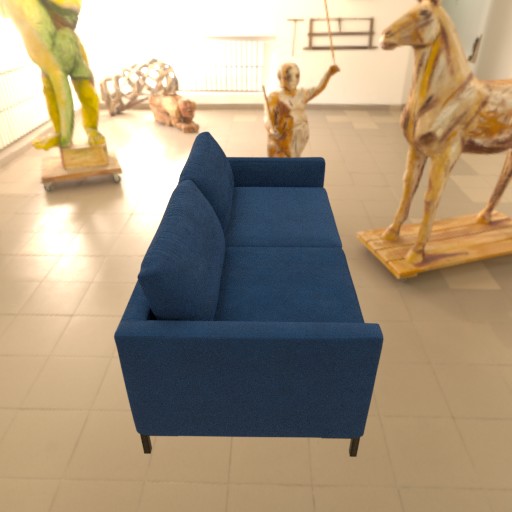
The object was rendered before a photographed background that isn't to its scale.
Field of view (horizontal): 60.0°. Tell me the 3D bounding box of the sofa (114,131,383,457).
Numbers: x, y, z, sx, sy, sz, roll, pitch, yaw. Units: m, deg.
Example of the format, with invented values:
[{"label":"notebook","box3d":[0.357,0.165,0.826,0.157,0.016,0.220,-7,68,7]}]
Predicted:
[{"label":"sofa","box3d":[0.000,0.000,2.182,0.875,0.817,1.676,0,32,1]}]
